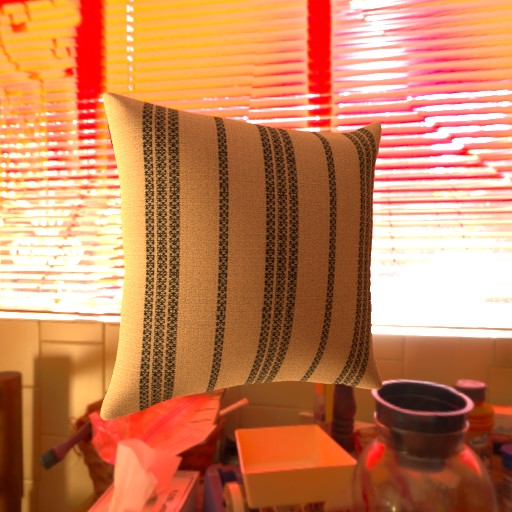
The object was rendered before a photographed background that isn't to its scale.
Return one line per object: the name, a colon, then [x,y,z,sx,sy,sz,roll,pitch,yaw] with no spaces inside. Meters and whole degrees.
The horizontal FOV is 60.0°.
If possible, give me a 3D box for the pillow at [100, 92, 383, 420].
pillow: [0.000,0.000,0.611,0.405,0.406,0.173,0,0,-19]
